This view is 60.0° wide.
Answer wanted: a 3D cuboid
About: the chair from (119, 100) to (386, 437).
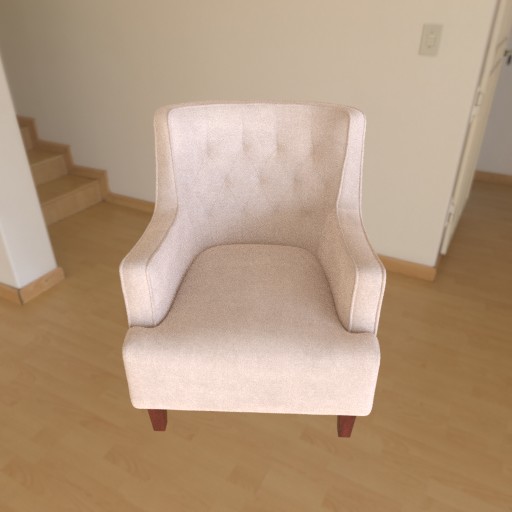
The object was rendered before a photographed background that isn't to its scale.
[{"bbox_3d":[0.000,0.000,1.589,0.781,0.920,0.910,1,30,2],"label":"chair"}]
